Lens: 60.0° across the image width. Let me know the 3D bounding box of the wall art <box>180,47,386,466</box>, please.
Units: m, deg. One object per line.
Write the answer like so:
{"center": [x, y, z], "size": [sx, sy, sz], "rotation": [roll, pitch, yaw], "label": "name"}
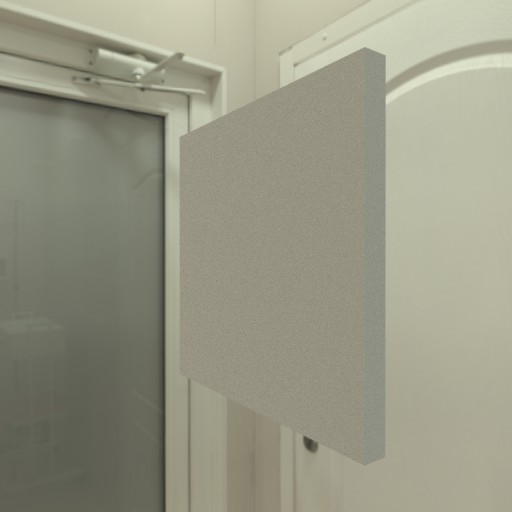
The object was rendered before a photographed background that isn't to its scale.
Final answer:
{"center": [0.000, 0.000, 0.528], "size": [0.027, 0.355, 0.355], "rotation": [0, 0, -36], "label": "wall art"}
